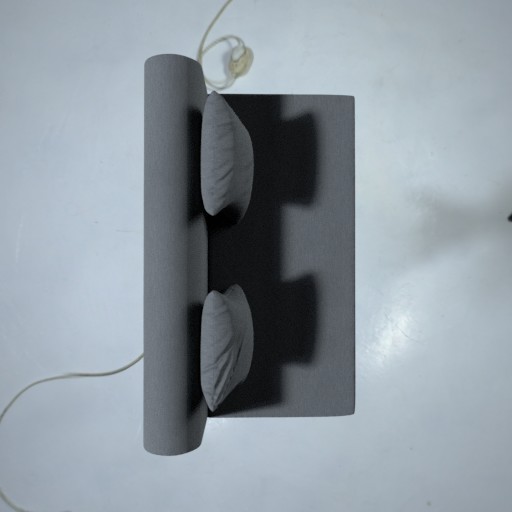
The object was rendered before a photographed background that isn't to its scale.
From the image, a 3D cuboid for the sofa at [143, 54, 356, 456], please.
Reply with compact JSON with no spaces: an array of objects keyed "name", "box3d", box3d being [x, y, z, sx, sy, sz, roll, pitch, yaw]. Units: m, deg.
[{"name":"sofa","box3d":[0.000,0.000,1.675,0.762,0.670,1.225,0,89,-2]}]
